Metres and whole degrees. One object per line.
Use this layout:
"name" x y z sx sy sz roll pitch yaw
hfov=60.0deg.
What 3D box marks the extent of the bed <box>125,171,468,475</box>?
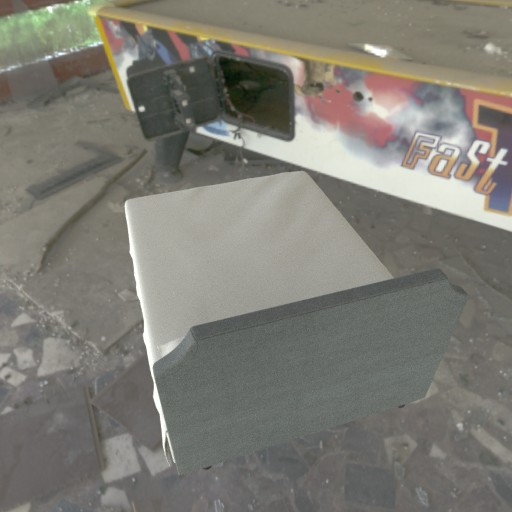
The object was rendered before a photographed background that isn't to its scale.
"bed" 0.000 0.000 3.528 1.977 1.306 2.464 -12 41 -14
